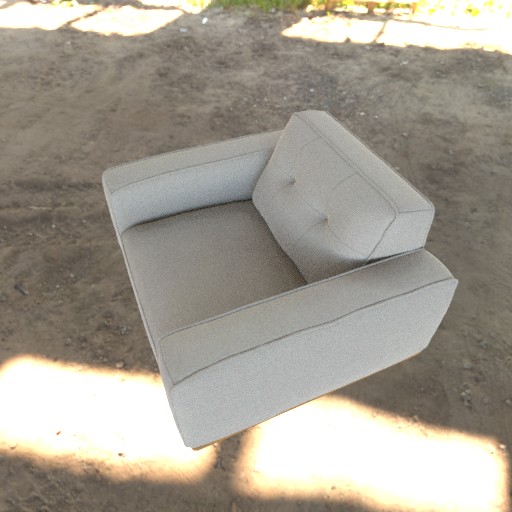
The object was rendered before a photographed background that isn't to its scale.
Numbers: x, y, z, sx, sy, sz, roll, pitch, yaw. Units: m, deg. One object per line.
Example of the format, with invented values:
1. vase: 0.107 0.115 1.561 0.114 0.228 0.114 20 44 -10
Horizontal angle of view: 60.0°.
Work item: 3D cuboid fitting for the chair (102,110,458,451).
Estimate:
1. chair: 0.000 0.000 1.729 0.953 0.779 1.115 -17 47 -16
